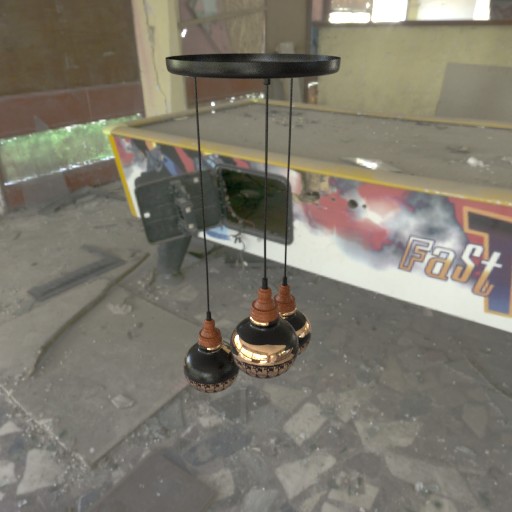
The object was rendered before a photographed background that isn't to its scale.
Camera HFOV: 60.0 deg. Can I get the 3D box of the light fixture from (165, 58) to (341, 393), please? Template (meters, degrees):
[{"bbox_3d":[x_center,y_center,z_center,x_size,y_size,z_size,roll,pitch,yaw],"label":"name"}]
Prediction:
[{"bbox_3d":[0.000,0.000,1.724,0.608,1.410,0.605,-8,28,-16],"label":"light fixture"}]
